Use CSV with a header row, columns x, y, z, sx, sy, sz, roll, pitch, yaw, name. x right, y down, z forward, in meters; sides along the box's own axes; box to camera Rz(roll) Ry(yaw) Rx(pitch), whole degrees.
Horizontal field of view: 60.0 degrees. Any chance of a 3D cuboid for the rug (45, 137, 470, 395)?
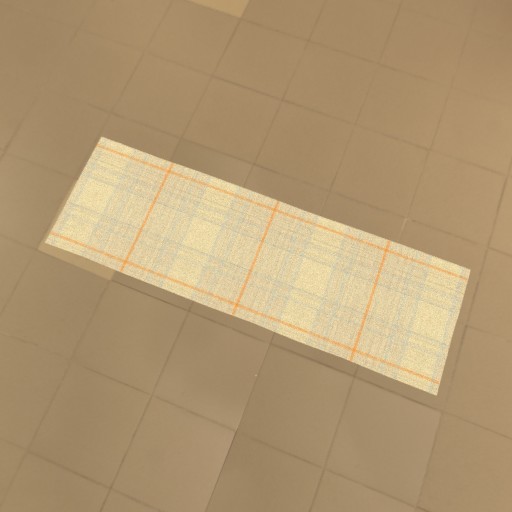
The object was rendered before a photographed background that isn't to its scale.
x,y,z,sx,sy,sz,roll,pitch,yaw,name
0.000,0.000,2.659,2.442,0.016,0.770,21,76,5,rug
